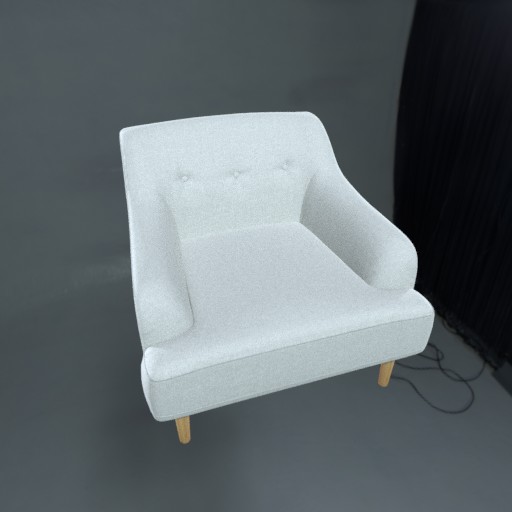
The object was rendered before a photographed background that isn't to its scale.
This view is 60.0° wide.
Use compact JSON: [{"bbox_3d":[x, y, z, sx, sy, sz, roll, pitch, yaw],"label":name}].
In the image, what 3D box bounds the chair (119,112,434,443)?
[{"bbox_3d":[0.000,0.000,1.653,0.946,0.818,0.951,-10,34,-15],"label":"chair"}]
